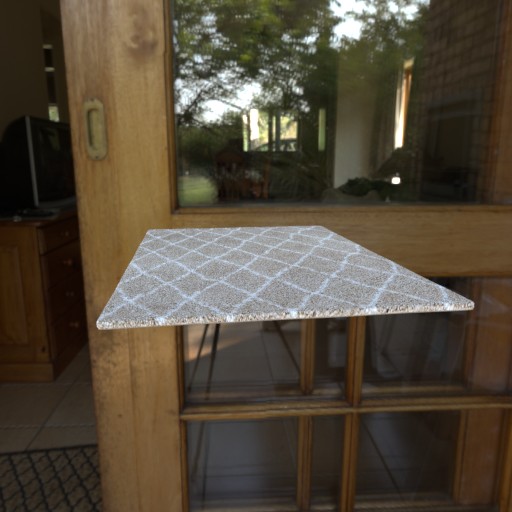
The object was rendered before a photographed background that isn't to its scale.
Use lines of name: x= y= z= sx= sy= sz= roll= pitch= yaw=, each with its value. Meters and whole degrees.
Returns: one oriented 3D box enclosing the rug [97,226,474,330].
rug: x=0.000 y=0.000 z=2.247 sx=1.219 sy=0.030 sz=1.778 roll=-2 pitch=12 yaw=-8
